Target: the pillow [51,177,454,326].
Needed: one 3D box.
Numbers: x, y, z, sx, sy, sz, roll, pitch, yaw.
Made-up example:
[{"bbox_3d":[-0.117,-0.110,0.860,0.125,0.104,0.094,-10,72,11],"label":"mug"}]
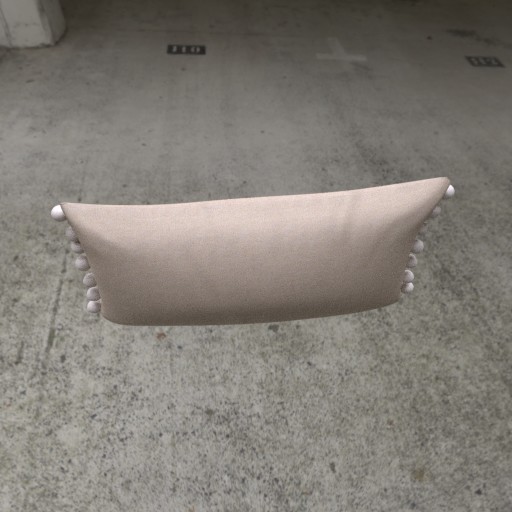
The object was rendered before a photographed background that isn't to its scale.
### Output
[{"bbox_3d":[0.000,0.000,0.846,0.709,0.322,0.201,-3,46,-3],"label":"pillow"}]
